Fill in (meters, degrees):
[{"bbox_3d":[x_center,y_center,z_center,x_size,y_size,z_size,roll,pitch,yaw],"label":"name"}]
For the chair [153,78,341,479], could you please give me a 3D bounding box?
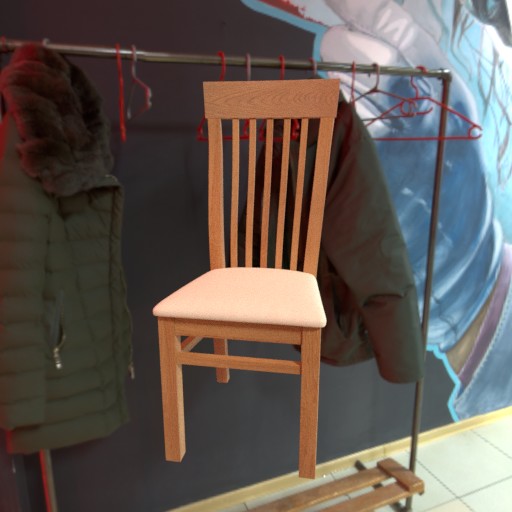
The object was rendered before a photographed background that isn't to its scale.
[{"bbox_3d":[0.000,0.000,1.321,0.450,1.050,0.580,3,14,10],"label":"chair"}]
